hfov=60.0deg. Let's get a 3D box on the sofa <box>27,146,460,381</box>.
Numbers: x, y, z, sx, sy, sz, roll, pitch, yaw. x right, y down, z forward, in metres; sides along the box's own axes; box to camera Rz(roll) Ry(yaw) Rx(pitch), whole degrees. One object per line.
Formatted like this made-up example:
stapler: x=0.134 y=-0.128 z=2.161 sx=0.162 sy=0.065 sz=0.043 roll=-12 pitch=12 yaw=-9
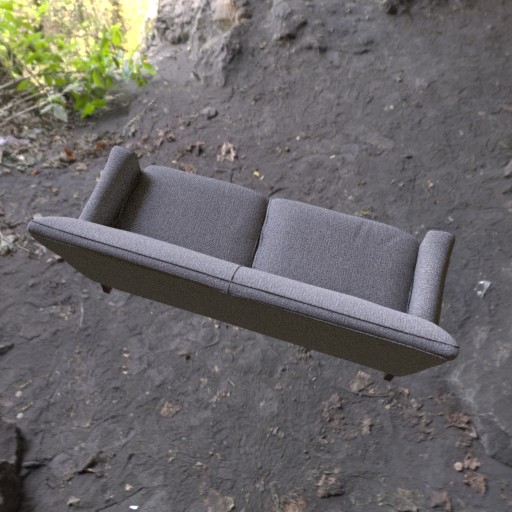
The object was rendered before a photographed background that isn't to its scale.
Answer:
sofa: x=0.000 y=0.000 z=2.502 sx=2.026 sy=0.942 sz=0.854 roll=16 pitch=65 yaw=8
